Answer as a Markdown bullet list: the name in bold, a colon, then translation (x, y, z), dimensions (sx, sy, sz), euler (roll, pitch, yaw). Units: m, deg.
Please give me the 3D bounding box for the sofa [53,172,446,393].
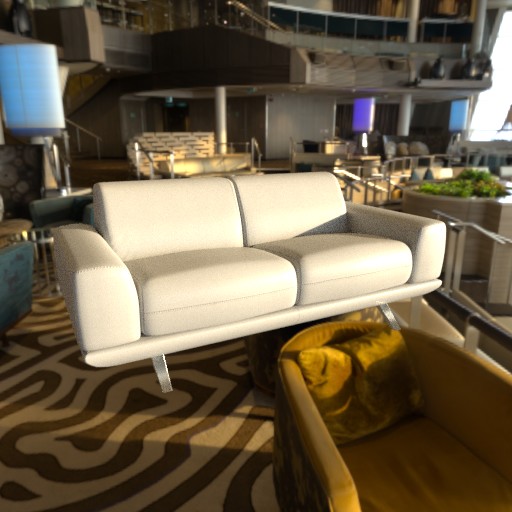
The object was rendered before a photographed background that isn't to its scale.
- **sofa**: translation (0.000, 0.000, 2.351), dimensions (1.901, 0.772, 0.900), euler (-8, 17, -27)
